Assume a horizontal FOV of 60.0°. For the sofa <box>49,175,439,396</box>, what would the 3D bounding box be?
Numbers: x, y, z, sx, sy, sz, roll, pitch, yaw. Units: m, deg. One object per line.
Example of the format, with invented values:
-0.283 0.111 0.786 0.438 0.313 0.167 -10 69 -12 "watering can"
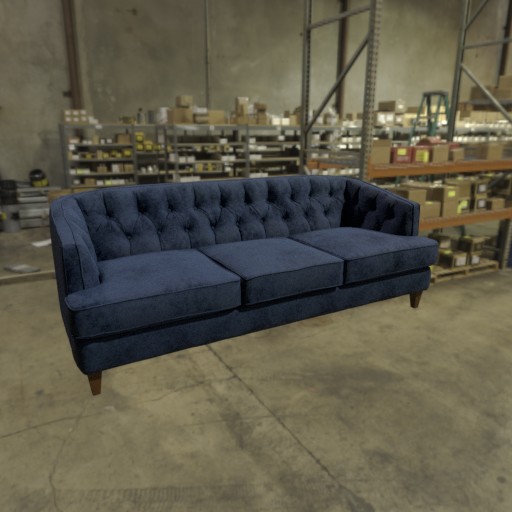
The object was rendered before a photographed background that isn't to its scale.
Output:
0.000 0.000 2.738 2.278 0.855 0.941 -9 18 -28 "sofa"
